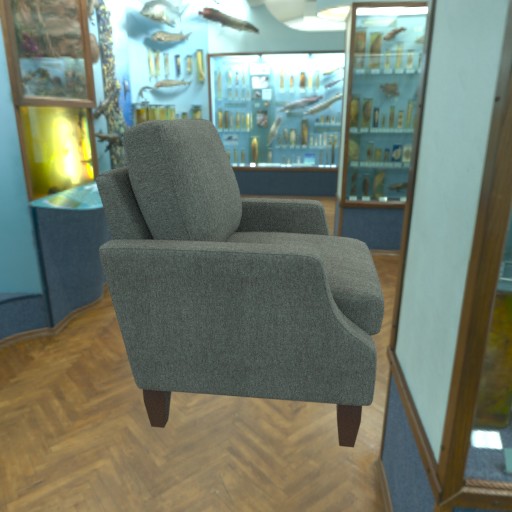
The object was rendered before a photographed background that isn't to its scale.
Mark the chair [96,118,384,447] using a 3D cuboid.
[{"bbox_3d":[0.000,0.000,1.677,0.897,0.993,0.855,3,18,8],"label":"chair"}]
